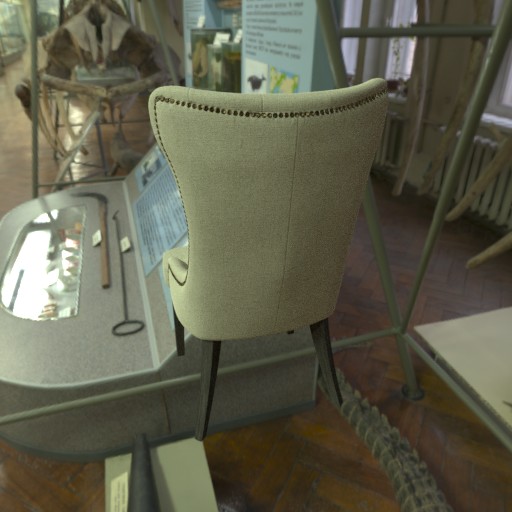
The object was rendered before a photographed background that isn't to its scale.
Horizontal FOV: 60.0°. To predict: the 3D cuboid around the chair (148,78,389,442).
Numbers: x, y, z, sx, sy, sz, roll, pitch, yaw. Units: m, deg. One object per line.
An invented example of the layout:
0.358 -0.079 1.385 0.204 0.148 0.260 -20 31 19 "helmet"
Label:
0.000 0.000 1.394 0.584 1.065 0.590 -8 29 -15 "chair"
